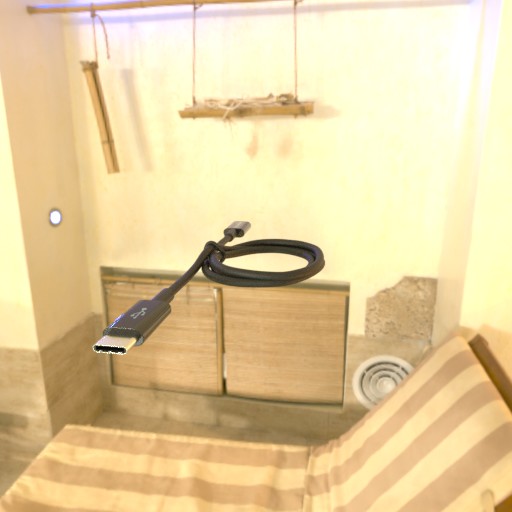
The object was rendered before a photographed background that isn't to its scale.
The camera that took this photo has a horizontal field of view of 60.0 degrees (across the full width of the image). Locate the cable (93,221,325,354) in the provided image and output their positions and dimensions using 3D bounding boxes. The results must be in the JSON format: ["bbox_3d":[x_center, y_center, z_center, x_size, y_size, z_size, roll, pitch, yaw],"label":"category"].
[{"bbox_3d":[0.000,0.000,0.226,0.070,0.014,0.203,3,16,9],"label":"cable"}]
